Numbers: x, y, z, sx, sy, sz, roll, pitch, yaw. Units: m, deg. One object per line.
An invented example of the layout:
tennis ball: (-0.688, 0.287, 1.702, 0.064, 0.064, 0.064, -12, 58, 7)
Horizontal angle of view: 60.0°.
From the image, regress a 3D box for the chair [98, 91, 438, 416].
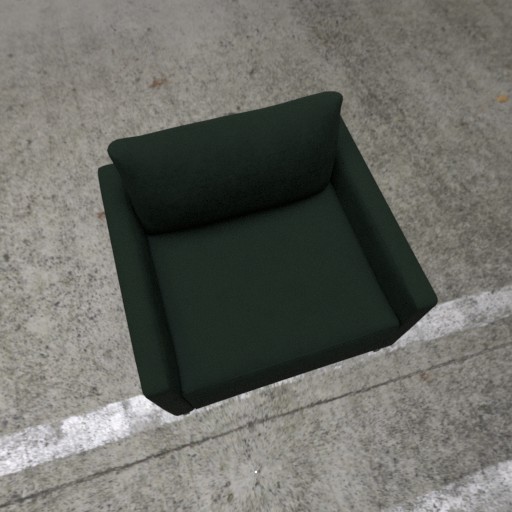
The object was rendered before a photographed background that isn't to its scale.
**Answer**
chair: (0.000, 0.000, 1.649, 0.963, 0.861, 0.866, -16, 65, -8)
